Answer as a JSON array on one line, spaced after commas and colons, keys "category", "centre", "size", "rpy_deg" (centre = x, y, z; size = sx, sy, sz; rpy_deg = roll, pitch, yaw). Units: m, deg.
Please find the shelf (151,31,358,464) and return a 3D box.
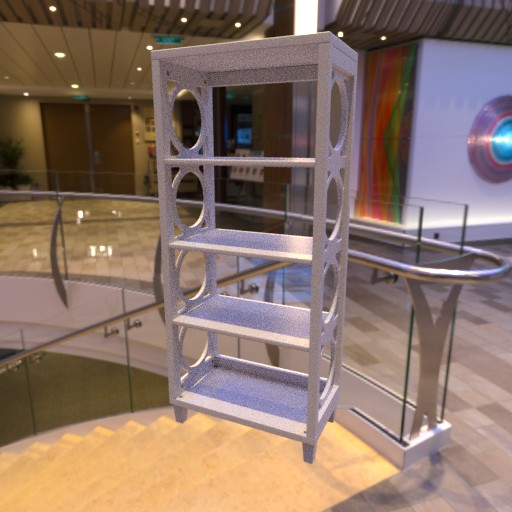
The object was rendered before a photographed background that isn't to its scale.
[{"category": "shelf", "centre": [0.000, 0.000, 1.660], "size": [0.611, 1.411, 0.340], "rpy_deg": [7, 16, 25]}]
